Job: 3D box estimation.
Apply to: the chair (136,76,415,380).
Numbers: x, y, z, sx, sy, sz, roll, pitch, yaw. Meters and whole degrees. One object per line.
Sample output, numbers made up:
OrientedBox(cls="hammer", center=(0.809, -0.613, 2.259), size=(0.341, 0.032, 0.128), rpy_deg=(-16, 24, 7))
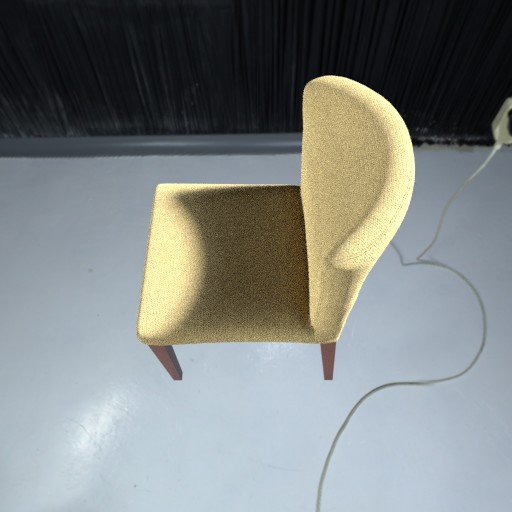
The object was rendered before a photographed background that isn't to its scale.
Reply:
OrientedBox(cls="chair", center=(0.000, 0.000, 1.182), size=(0.589, 0.839, 0.491), rpy_deg=(0, 59, 0))
